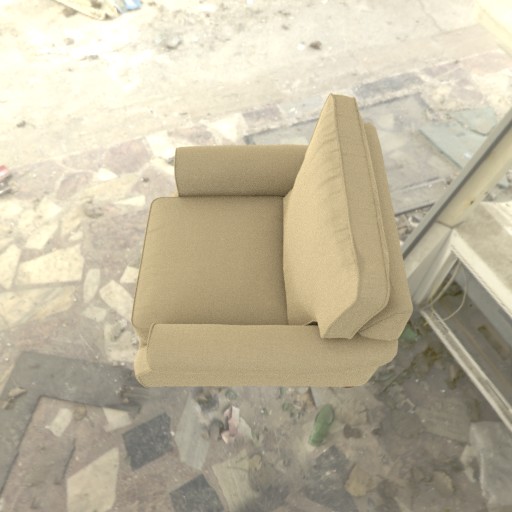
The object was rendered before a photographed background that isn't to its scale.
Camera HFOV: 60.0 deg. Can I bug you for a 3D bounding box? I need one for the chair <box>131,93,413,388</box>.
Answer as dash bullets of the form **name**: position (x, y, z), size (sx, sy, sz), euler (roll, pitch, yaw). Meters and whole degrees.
- **chair**: position (0.000, 0.000, 1.788), size (0.966, 0.967, 1.029), euler (0, 57, 0)
